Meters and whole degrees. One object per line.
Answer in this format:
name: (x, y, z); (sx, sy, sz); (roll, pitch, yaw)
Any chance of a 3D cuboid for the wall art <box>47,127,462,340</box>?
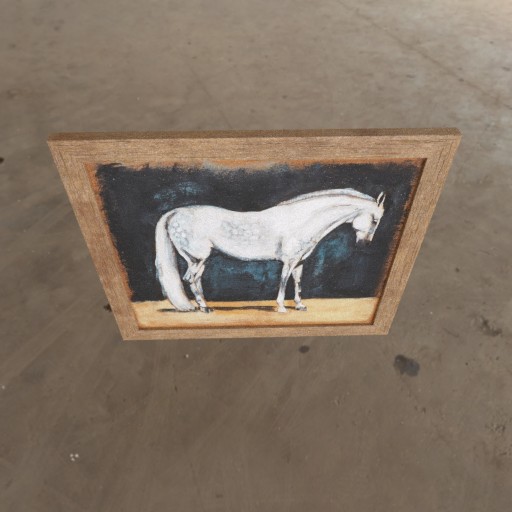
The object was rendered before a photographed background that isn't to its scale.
wall art: (0.000, 0.000, 0.954); (0.690, 0.588, 0.026); (-1, 46, -1)
